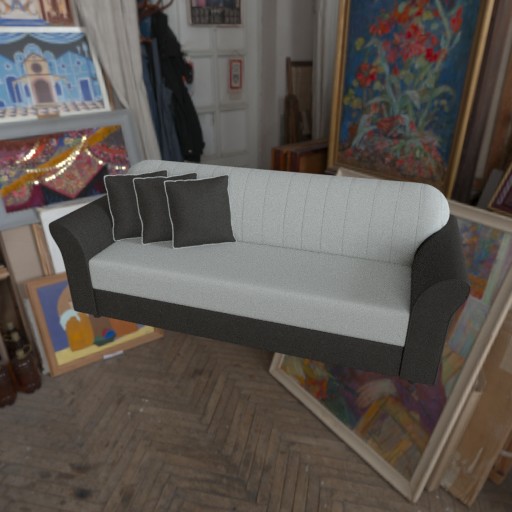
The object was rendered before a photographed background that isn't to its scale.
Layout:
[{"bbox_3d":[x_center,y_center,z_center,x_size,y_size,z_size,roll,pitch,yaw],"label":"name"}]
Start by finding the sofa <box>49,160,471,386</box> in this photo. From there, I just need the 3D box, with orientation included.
[{"bbox_3d":[0.000,0.000,2.395,2.001,0.787,0.755,8,27,16],"label":"sofa"}]
